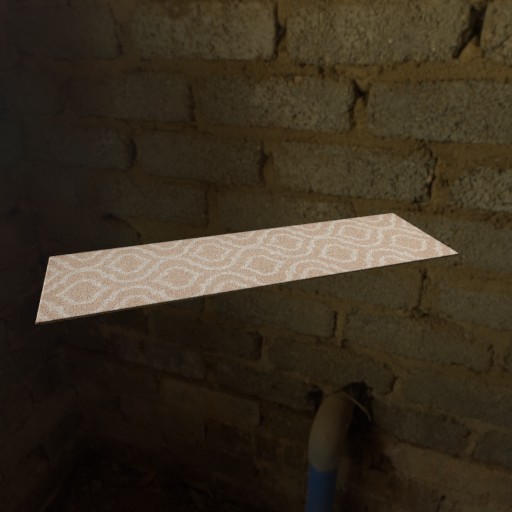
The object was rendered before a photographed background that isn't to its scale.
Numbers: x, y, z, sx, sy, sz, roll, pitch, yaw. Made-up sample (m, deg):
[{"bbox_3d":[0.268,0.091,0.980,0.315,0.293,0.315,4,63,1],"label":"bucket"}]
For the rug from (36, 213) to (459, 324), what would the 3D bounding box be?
[{"bbox_3d":[0.000,0.000,2.585,2.289,0.013,0.691,-8,28,-16],"label":"rug"}]
